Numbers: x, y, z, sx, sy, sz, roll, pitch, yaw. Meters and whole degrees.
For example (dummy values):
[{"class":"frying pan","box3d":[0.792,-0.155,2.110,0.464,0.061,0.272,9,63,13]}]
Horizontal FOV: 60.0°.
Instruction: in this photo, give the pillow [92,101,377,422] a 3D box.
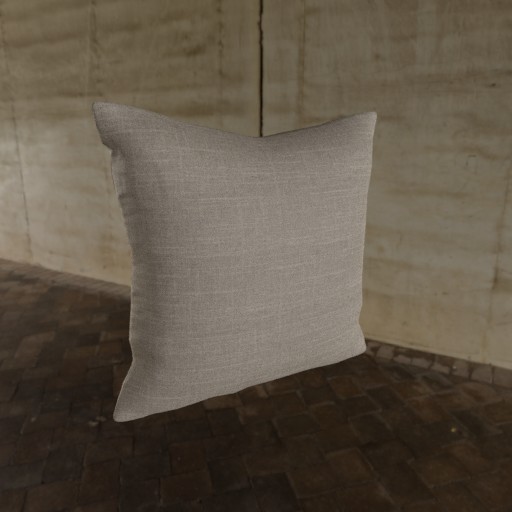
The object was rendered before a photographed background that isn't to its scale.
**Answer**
[{"class":"pillow","box3d":[0.000,0.000,0.627,0.424,0.400,0.169,-8,17,-27]}]
